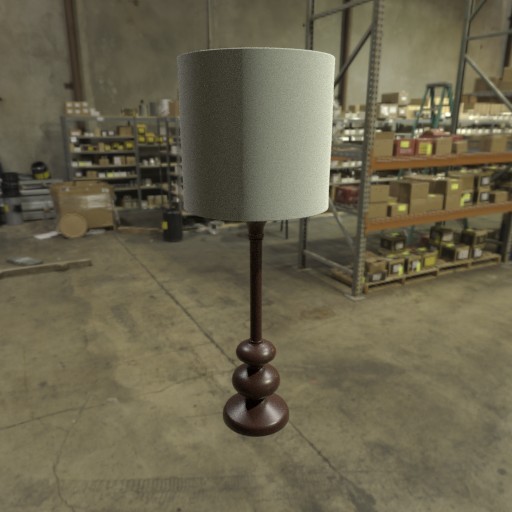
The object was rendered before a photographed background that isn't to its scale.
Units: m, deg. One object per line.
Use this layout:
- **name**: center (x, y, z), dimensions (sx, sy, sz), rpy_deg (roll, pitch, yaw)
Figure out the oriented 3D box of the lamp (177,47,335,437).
- **lamp**: center (0.000, 0.000, 0.817), dimensions (0.254, 0.690, 0.254), rpy_deg (-9, 19, -28)
